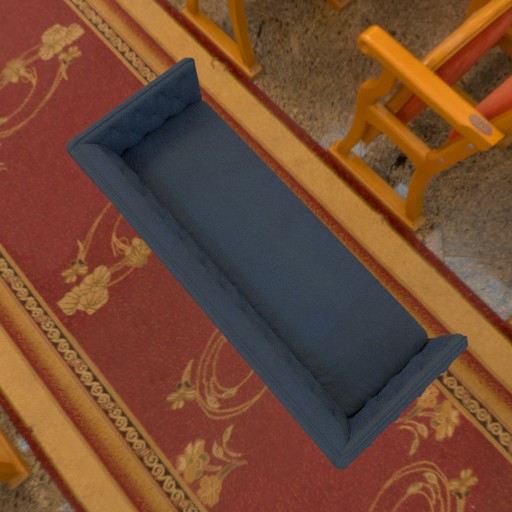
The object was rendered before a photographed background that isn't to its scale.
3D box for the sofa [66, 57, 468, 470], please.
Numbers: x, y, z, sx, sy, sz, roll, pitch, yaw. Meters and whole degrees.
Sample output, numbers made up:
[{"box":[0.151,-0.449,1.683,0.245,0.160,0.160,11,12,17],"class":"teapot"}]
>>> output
[{"box":[0.000,0.000,2.617,0.895,0.771,2.209,-40,79,-9],"class":"sofa"}]
